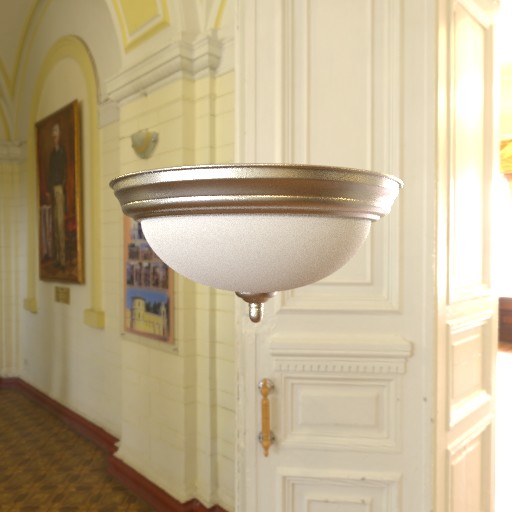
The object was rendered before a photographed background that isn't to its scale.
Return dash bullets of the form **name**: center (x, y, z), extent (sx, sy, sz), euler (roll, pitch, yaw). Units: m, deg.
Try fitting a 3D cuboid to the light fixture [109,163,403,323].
- **light fixture**: center (0.000, 0.000, 0.446), extent (0.280, 0.135, 0.280), euler (0, 1, 0)
